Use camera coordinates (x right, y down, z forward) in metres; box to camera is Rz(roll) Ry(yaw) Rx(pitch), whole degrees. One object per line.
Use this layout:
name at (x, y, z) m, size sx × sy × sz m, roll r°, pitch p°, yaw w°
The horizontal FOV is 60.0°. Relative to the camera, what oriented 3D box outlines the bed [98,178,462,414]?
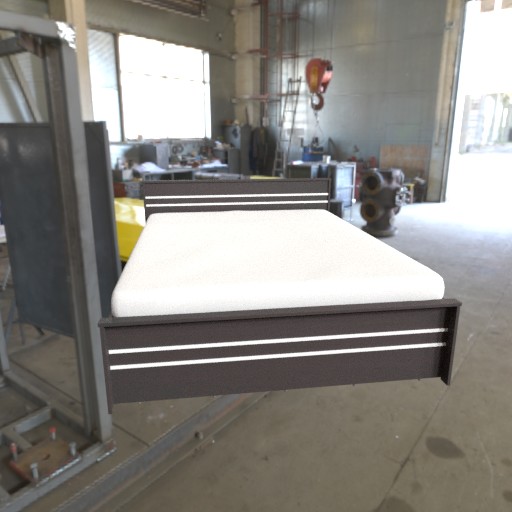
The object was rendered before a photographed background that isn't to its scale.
bed at (0.000, 0.000, 2.962) m, size 1.634 × 0.808 × 2.103 m, roll -2°, pitch 16°, yaw -8°
